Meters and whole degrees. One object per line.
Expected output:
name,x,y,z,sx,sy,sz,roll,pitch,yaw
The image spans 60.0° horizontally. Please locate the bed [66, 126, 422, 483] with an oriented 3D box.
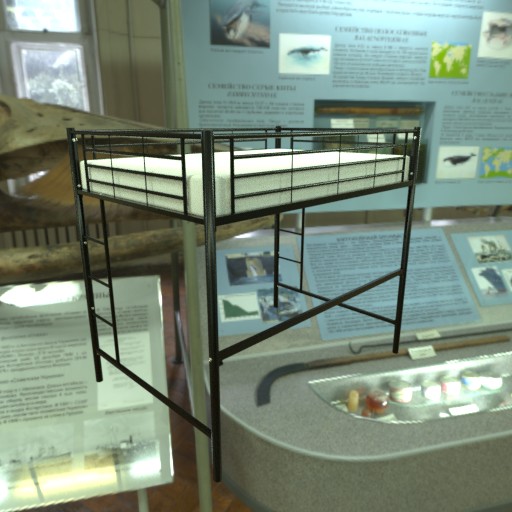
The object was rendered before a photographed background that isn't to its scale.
bed,0.000,0.000,3.229,1.397,1.803,1.994,16,23,42
